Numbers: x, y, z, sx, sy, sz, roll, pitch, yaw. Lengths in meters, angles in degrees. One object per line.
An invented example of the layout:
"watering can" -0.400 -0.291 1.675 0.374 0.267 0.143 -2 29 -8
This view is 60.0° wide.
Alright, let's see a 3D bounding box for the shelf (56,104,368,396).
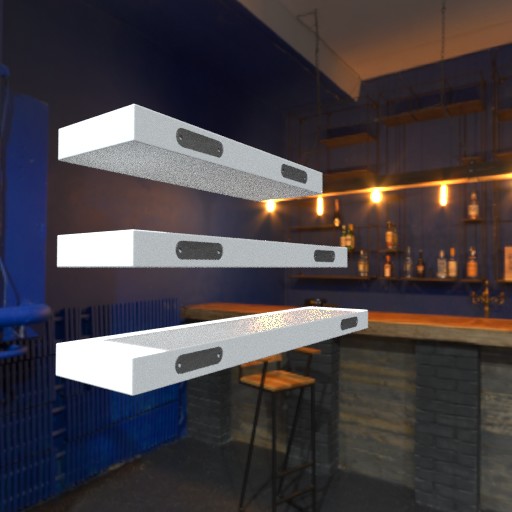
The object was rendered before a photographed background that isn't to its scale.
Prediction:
"shelf" 0.000 0.000 0.730 0.140 0.293 0.610 -1 -2 36
